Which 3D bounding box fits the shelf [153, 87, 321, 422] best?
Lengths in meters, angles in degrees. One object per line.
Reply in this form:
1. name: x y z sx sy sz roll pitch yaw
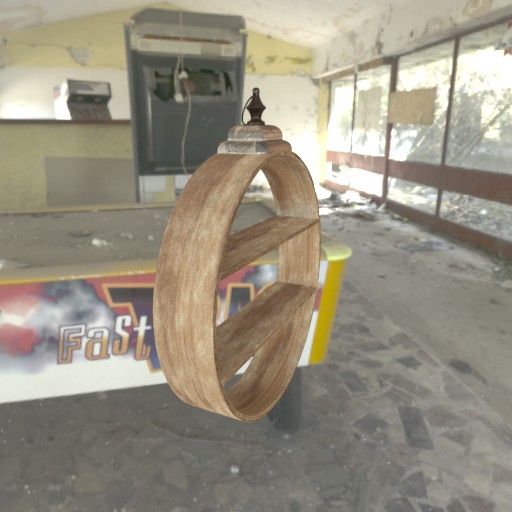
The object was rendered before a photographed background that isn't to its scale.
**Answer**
1. shelf: 0.000 0.000 1.017 0.125 0.725 0.601 7 18 24
